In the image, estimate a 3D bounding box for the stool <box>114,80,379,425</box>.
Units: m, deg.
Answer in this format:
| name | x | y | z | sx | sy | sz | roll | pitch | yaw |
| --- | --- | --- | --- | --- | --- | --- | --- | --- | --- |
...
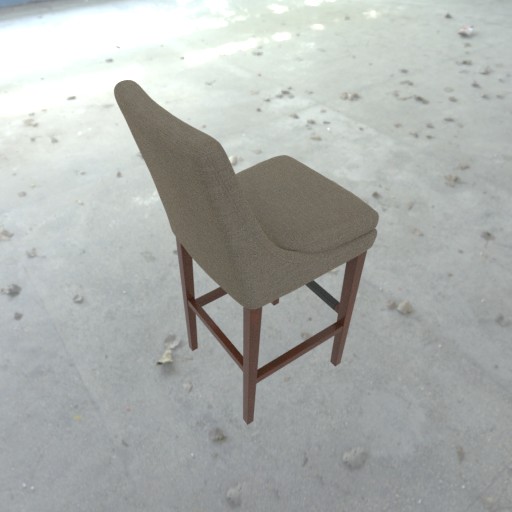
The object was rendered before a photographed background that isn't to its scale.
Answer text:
| name | x | y | z | sx | sy | sz | roll | pitch | yaw |
| --- | --- | --- | --- | --- | --- | --- | --- | --- | --- |
| stool | 0.000 | 0.000 | 1.386 | 0.577 | 1.078 | 0.470 | -25 | 47 | -26 |
